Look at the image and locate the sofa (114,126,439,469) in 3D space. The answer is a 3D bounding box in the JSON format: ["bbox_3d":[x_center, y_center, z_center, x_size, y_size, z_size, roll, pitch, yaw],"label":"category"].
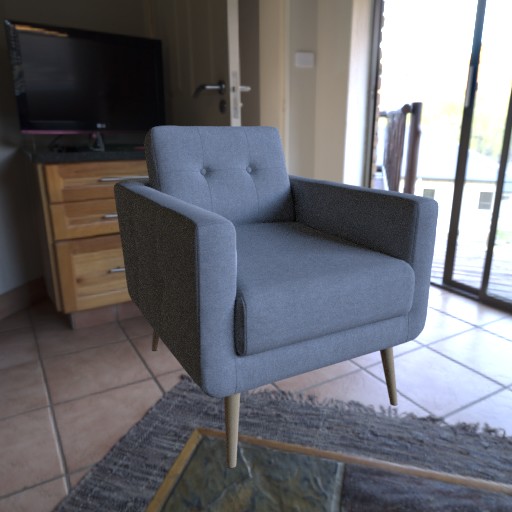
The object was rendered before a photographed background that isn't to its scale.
[{"bbox_3d":[0.000,0.000,1.521,0.770,0.860,0.920,-8,18,-27],"label":"sofa"}]
